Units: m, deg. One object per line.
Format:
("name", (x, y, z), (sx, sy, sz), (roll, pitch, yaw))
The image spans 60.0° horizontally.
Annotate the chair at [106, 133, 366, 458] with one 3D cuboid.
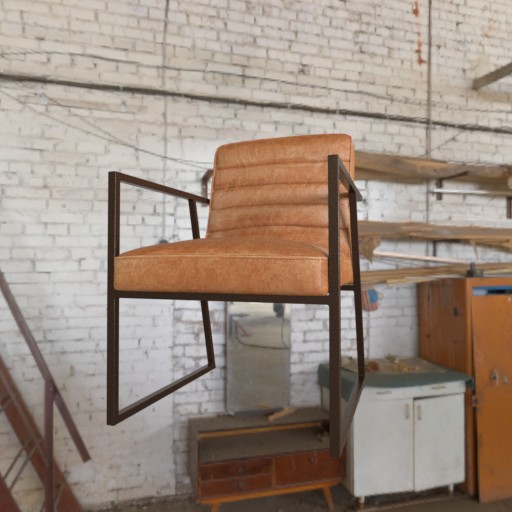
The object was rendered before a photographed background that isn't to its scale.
("chair", (0.000, 0.000, 1.288), (0.571, 0.832, 0.677), (0, 0, 19))
